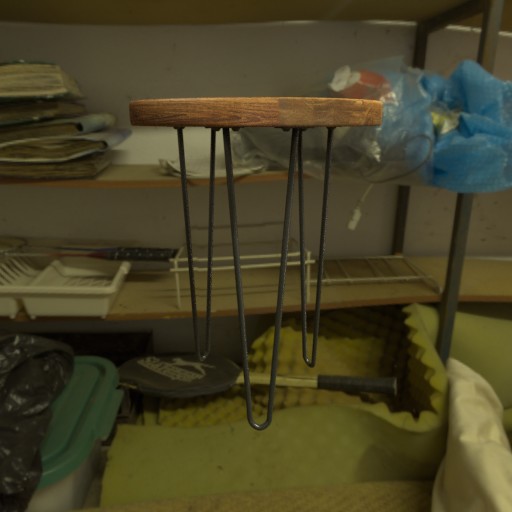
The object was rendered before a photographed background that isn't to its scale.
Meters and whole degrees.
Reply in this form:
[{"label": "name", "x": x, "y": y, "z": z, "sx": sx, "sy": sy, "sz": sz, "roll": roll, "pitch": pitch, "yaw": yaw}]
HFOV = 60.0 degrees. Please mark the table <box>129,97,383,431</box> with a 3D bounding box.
[{"label": "table", "x": 0.000, "y": 0.000, "z": 0.797, "sx": 0.400, "sy": 0.520, "sz": 0.400, "roll": 0, "pitch": 17, "yaw": 0}]
